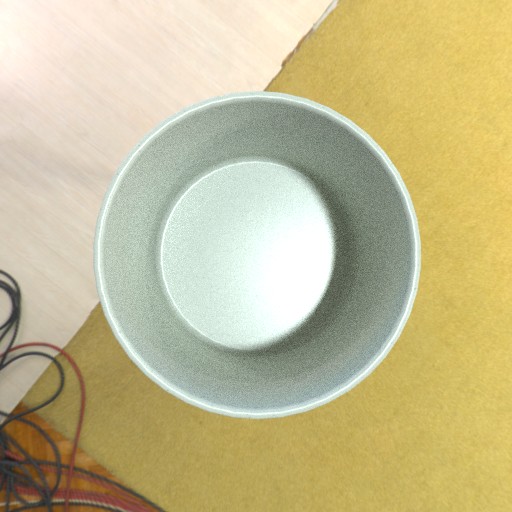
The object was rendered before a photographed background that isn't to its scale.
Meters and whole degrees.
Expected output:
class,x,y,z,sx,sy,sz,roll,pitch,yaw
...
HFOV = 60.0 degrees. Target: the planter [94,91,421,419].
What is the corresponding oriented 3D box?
class,x,y,z,sx,sy,sz,roll,pitch,yaw
planter,0.000,0.000,0.390,0.192,0.263,0.192,0,90,0
